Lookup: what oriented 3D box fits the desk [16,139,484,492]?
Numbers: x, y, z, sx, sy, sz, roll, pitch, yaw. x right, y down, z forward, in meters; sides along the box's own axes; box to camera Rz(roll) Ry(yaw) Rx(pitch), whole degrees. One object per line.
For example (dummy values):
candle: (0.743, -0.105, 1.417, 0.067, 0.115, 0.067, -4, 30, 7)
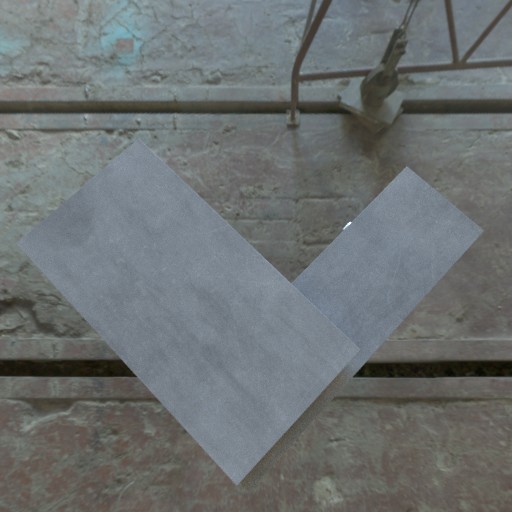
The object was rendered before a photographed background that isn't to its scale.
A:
desk: (0.000, 0.000, 2.260, 1.400, 0.740, 1.500, 44, 80, 10)
